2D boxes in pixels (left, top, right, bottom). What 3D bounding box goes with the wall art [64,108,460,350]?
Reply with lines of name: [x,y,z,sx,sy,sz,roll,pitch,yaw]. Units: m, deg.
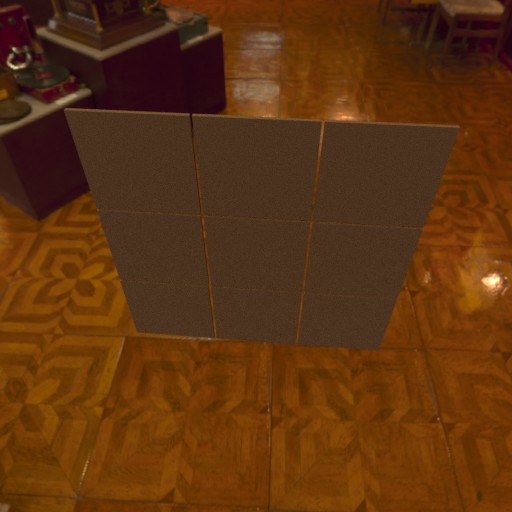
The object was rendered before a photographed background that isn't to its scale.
wall art: [0.000,0.000,1.793,1.216,1.216,0.013,4,46,4]
